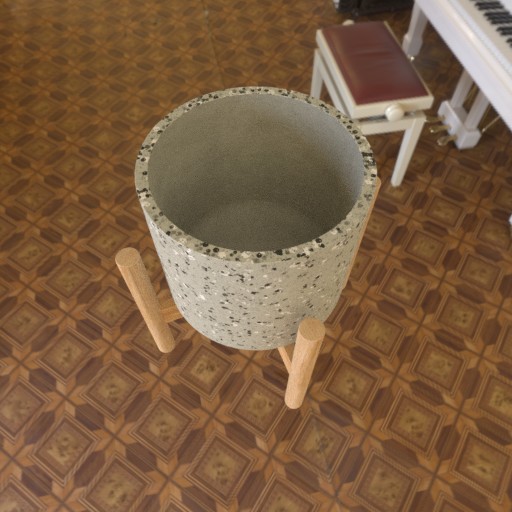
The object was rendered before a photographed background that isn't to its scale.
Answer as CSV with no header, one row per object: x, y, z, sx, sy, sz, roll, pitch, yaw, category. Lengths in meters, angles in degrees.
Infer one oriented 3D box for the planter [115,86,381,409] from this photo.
0.000,0.000,0.544,0.284,0.320,0.284,1,57,1,planter
